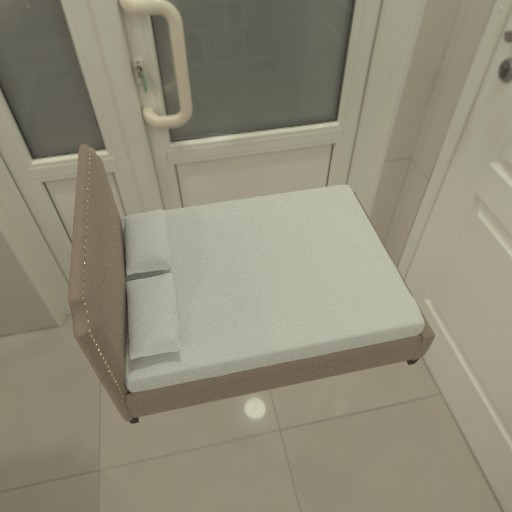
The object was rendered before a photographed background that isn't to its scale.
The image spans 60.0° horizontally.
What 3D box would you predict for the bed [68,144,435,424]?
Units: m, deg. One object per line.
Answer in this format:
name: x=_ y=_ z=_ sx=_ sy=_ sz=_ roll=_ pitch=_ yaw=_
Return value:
bed: x=0.000 y=0.000 z=3.454 sx=2.372 sy=1.443 sz=1.713 roll=-9 pitch=49 yaw=-8
